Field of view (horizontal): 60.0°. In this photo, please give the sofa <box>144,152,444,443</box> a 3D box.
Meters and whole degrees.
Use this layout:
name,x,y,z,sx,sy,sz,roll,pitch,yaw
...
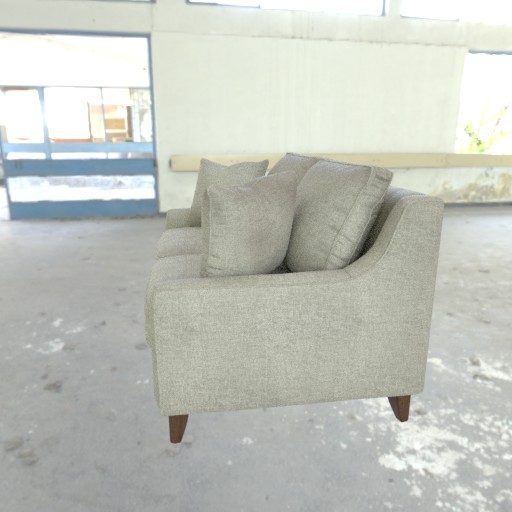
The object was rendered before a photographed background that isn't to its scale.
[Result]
name,x,y,z,sx,sy,sz,roll,pitch,yaw
sofa,0.000,0.000,1.987,0.915,0.863,1.422,-2,16,-9
